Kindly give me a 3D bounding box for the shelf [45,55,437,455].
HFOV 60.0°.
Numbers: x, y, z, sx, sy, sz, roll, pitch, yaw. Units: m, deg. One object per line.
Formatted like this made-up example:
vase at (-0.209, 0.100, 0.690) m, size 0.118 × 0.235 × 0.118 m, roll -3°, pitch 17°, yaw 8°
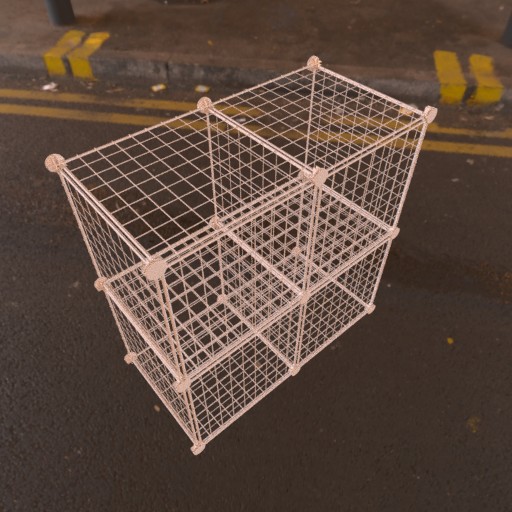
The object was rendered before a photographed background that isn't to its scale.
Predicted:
shelf at (0.000, 0.000, 1.123) m, size 0.711 × 0.711 × 0.356 m, roll -32°, pitch 54°, yaw -27°
